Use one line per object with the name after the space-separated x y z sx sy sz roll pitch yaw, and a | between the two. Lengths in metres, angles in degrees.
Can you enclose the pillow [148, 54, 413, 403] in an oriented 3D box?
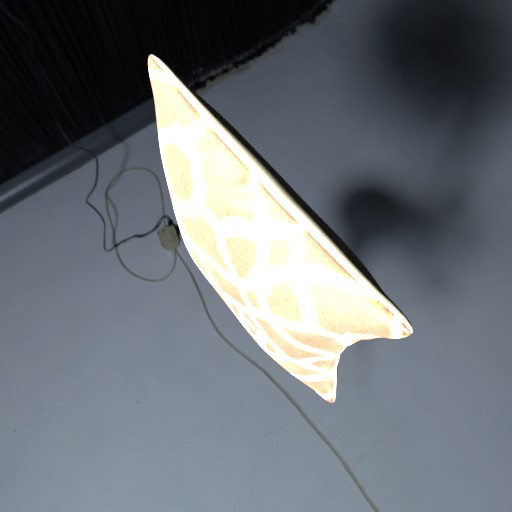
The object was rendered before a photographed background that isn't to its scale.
0.000 0.000 0.808 0.166 0.508 0.552 -34 69 -15 | pillow
